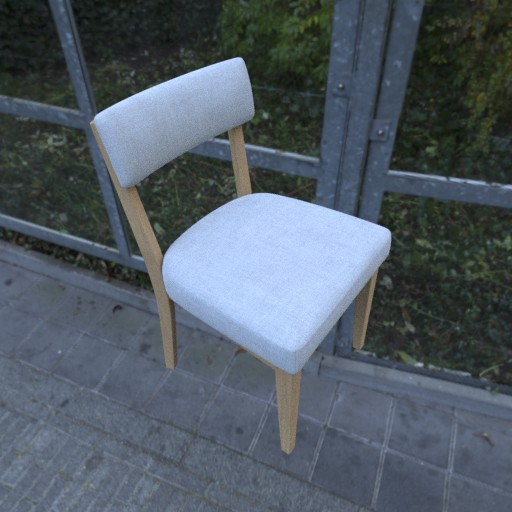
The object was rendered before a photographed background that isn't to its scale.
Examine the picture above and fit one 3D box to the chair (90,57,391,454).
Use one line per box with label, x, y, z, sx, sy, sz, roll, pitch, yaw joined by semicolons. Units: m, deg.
chair;0.000;0.000;1.191;0.572;0.832;0.508;25;46;27
